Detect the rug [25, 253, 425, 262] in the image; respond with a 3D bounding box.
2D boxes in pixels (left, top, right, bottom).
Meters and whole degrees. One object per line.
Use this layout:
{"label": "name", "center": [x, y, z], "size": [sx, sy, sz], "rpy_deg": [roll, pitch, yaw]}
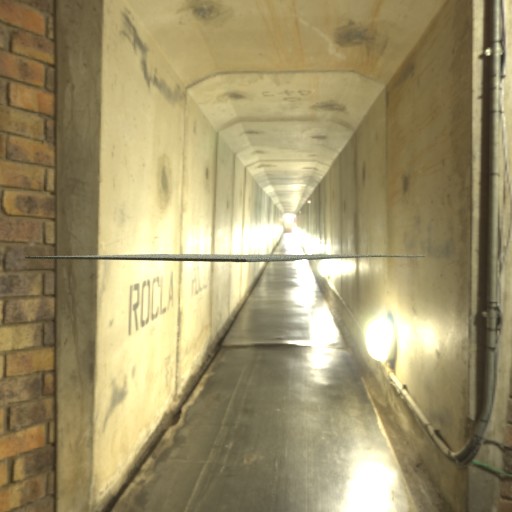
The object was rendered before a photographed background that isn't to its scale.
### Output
{"label": "rug", "center": [0.000, 0.000, 5.267], "size": [2.802, 0.052, 4.078], "rpy_deg": [0, 1, 36]}
